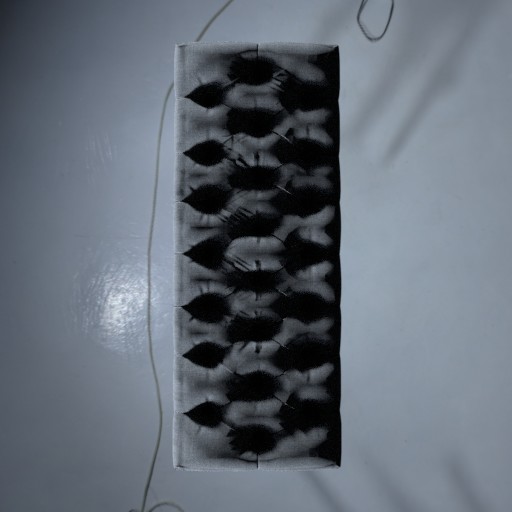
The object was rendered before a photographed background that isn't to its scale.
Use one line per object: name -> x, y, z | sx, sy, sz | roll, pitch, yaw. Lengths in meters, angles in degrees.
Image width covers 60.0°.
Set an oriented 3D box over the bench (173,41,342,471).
bench -> 0.000, 0.000, 1.288 | 0.417, 0.470, 1.052 | 0, 89, -1
